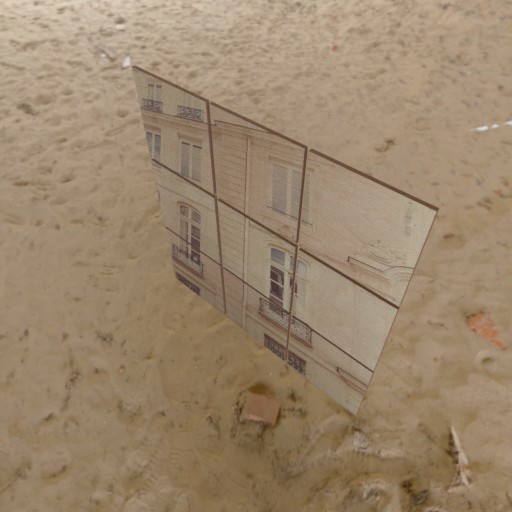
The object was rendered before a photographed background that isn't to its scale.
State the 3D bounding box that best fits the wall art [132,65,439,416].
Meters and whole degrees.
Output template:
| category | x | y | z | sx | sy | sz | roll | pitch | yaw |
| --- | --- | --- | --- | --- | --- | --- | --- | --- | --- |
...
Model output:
| category | x | y | z | sx | sy | sz | roll | pitch | yaw |
| --- | --- | --- | --- | --- | --- | --- | --- | --- | --- |
| wall art | 0.000 | 0.000 | 1.827 | 1.221 | 1.218 | 0.024 | 33 | 55 | 27 |
